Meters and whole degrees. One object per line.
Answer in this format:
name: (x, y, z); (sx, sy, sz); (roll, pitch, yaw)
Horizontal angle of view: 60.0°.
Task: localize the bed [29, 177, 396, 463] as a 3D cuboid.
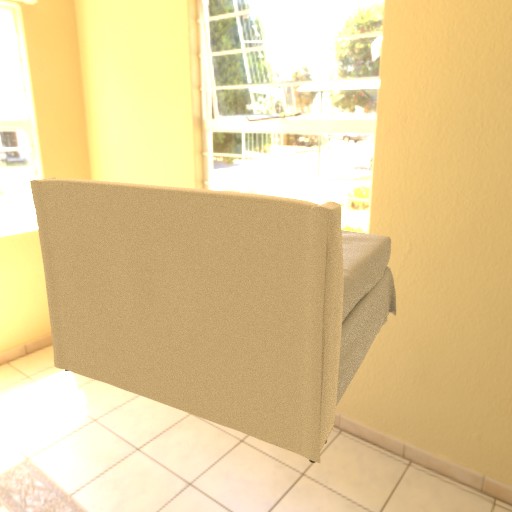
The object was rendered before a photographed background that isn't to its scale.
bed: (0.000, 0.000, 3.367); (1.925, 1.332, 2.276); (9, 19, 27)
